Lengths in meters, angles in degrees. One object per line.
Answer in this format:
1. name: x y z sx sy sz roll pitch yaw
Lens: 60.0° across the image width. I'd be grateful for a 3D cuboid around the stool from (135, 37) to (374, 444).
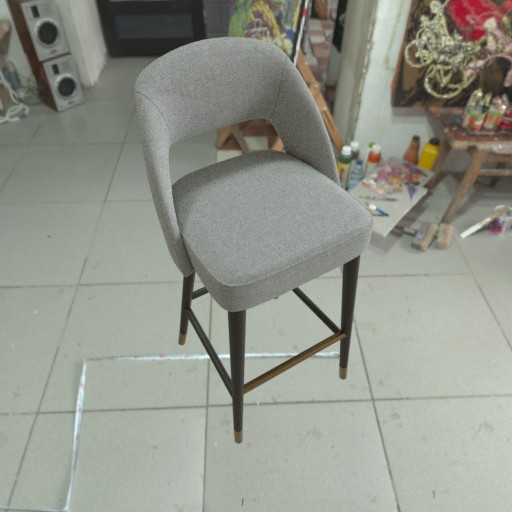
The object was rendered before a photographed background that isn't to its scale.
1. stool: 0.000 0.000 1.275 0.494 1.037 0.509 -24 50 -22
